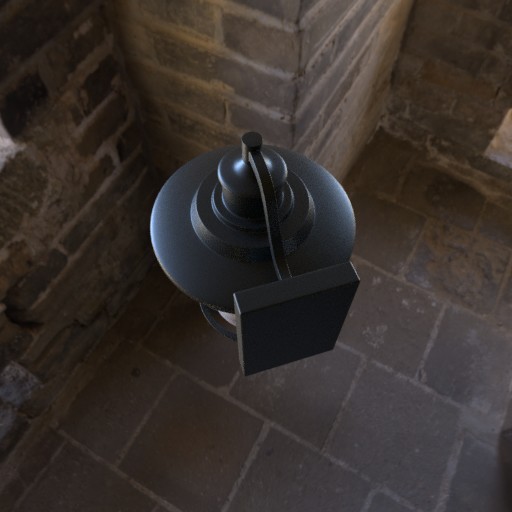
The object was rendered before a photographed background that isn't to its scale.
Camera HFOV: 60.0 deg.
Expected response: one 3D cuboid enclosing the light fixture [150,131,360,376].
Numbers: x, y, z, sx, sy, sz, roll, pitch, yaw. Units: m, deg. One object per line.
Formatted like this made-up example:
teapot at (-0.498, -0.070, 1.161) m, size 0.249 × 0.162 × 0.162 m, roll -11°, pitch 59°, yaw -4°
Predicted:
light fixture at (0.000, 0.000, 0.528) m, size 0.222 × 0.345 × 0.252 m, roll -15°, pitch 58°, yaw -9°
